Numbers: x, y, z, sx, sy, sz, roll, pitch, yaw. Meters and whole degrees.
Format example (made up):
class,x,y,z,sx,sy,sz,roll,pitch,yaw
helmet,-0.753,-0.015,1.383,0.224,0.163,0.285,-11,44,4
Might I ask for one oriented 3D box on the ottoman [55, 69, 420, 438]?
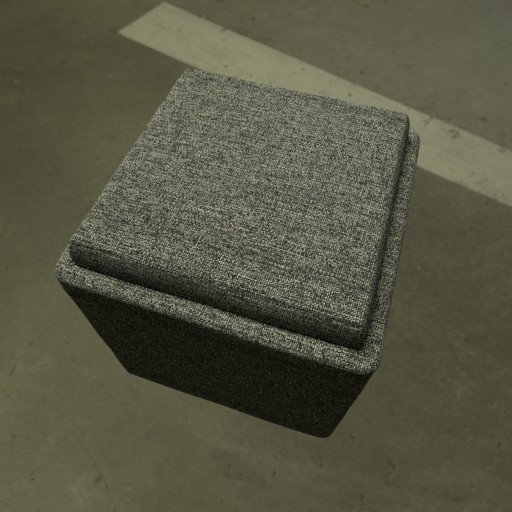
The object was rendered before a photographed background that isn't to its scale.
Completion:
class,x,y,z,sx,sy,sz,roll,pitch,yaw
ottoman,0.000,0.000,0.812,0.450,0.463,0.450,15,59,10
